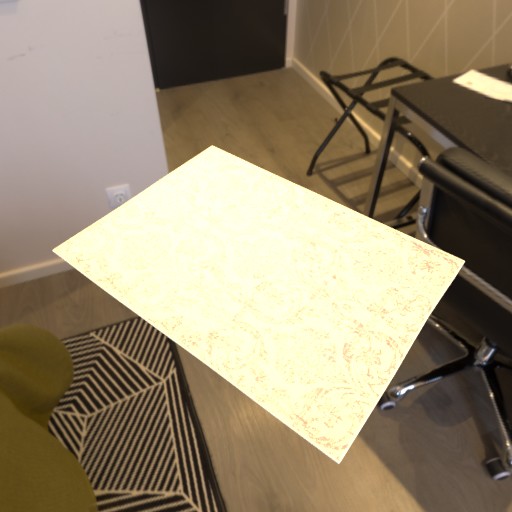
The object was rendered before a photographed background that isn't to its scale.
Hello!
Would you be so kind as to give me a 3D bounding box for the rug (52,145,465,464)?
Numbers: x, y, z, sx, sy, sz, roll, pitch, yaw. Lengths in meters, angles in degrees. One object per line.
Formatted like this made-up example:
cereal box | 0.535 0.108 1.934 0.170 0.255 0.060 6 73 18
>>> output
rug | 0.000 0.000 2.916 2.202 0.014 1.598 30 53 25
